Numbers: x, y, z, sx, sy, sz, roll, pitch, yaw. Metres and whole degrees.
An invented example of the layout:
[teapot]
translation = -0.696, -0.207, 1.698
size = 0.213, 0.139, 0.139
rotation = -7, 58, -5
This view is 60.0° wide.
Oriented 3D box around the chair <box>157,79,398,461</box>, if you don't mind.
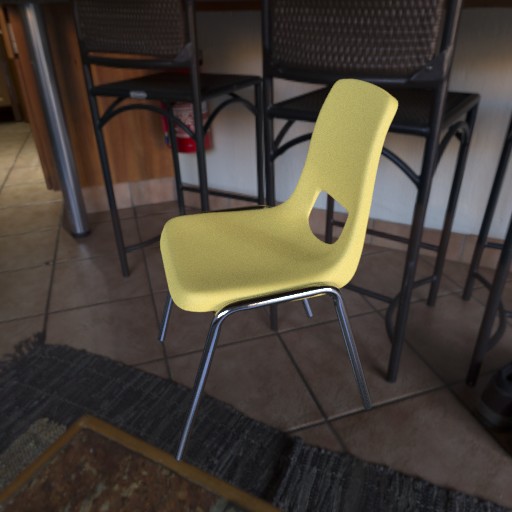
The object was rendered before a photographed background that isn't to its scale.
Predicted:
[chair]
translation = 0.000, 0.000, 0.907
size = 0.436, 0.653, 0.381
rotation = -8, 31, -14
